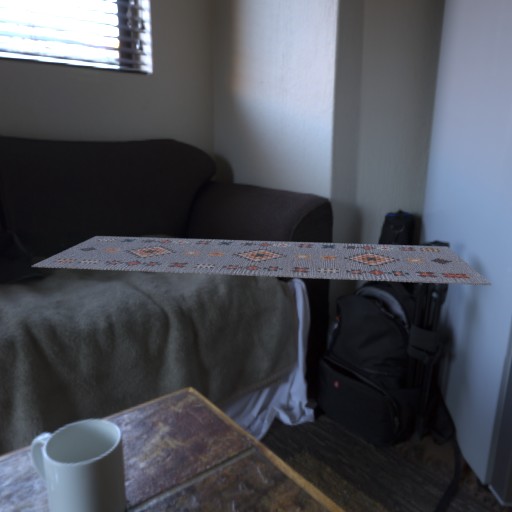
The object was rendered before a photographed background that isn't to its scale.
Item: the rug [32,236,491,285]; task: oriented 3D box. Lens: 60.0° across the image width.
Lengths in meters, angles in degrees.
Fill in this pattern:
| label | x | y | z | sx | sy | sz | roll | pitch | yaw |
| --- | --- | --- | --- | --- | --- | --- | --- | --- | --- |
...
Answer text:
| label | x | y | z | sx | sy | sz | roll | pitch | yaw |
| --- | --- | --- | --- | --- | --- | --- | --- | --- | --- |
| rug | 0.000 | 0.000 | 2.692 | 2.432 | 0.008 | 0.766 | 2 | 15 | 7 |
